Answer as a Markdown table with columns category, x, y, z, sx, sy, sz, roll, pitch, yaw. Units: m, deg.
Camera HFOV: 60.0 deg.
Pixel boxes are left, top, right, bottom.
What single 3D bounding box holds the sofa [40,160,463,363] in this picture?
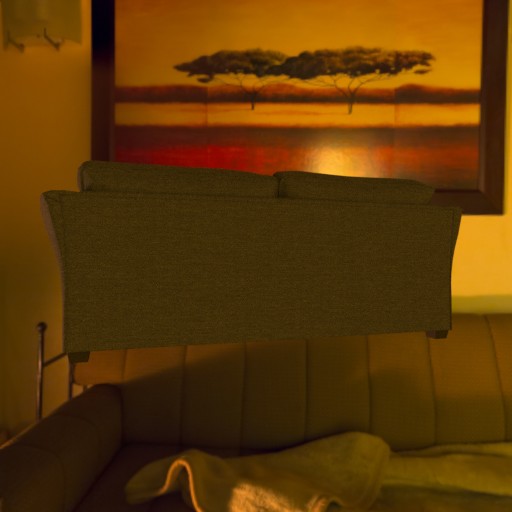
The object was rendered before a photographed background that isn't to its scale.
| category | x | y | z | sx | sy | sz | roll | pitch | yaw |
| --- | --- | --- | --- | --- | --- | --- | --- | --- | --- |
| sofa | 0.000 | 0.000 | 2.692 | 2.270 | 0.950 | 0.971 | 0 | 0 | -17 |
